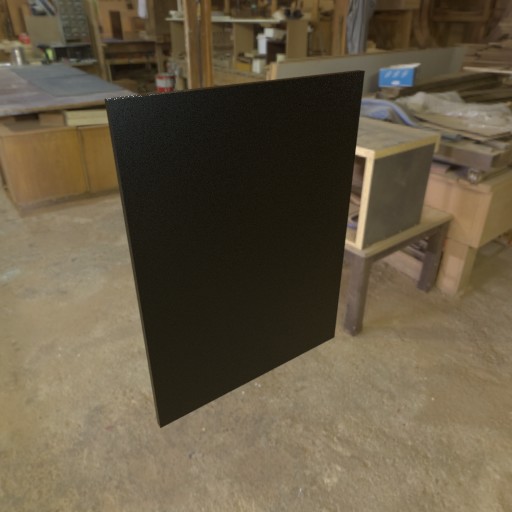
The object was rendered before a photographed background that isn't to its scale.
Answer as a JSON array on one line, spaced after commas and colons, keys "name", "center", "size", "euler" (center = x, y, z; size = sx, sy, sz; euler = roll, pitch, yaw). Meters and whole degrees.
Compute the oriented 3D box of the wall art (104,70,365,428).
[{"name": "wall art", "center": [0.000, 0.000, 0.790], "size": [0.442, 0.582, 0.013], "euler": [-19, 35, -30]}]
